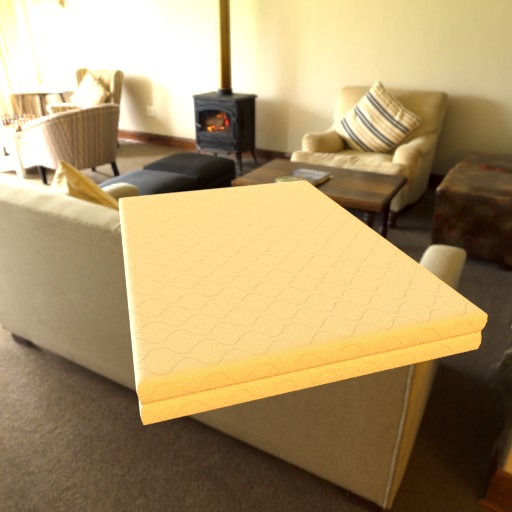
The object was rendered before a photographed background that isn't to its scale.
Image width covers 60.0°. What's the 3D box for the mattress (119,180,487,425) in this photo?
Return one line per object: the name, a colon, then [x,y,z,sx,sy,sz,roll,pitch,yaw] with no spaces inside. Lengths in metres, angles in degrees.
mattress: [0.000,0.000,2.465,1.400,0.200,1.900,-8,28,-15]
